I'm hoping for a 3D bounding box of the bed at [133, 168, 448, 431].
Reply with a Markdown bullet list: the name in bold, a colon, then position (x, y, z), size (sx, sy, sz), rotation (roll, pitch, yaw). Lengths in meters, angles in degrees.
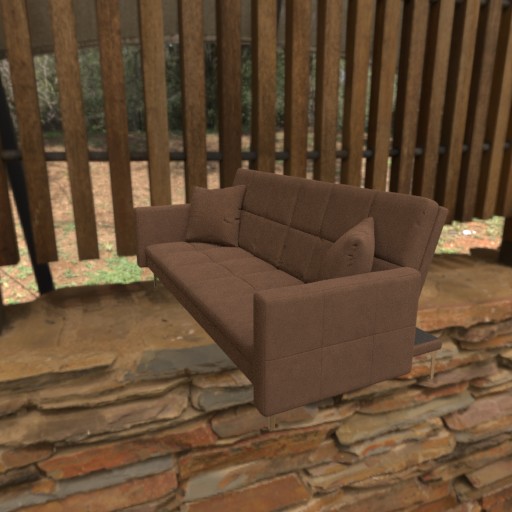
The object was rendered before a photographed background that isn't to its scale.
- **bed**: position (0.000, 0.000, 2.339), size (0.889, 0.787, 1.905), rotation (-7, 17, -25)
